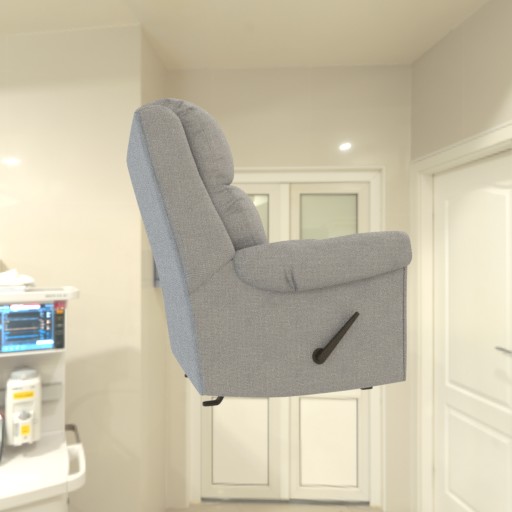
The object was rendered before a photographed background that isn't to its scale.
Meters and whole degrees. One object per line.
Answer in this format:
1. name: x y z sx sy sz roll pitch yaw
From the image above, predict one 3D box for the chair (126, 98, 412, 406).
1. chair: 0.000 0.000 1.837 1.014 1.054 0.838 0 0 -18
